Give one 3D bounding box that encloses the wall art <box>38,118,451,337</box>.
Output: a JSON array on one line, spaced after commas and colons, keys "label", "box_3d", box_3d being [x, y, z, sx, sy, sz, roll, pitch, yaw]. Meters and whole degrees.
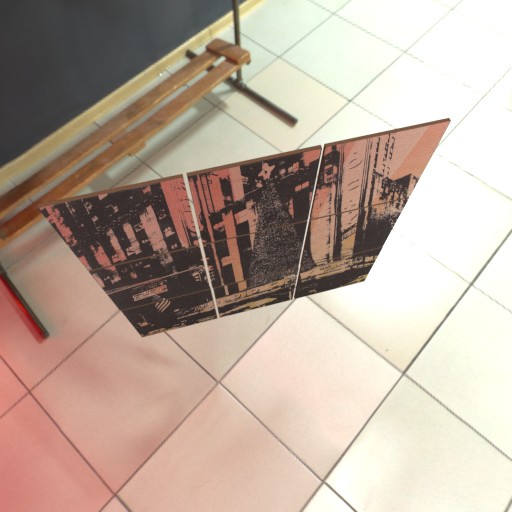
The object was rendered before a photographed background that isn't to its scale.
[{"label": "wall art", "box_3d": [0.000, 0.000, 2.265, 1.527, 1.521, 0.017, -13, 64, -7]}]
